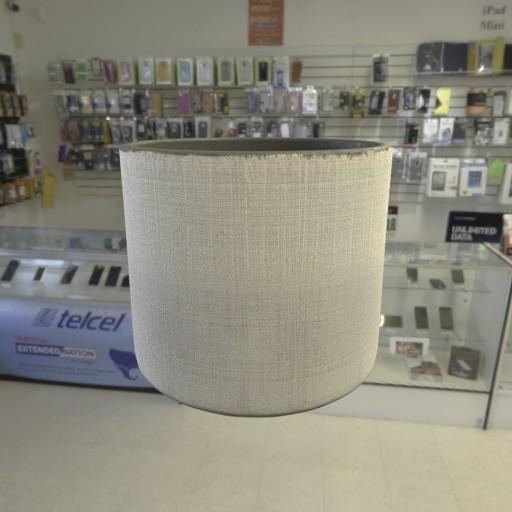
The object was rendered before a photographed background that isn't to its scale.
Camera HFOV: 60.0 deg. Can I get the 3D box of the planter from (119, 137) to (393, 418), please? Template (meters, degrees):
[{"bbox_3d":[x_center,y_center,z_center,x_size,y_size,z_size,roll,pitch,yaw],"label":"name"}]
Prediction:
[{"bbox_3d":[0.000,0.000,0.403,0.226,0.201,0.226,0,17,0],"label":"planter"}]
